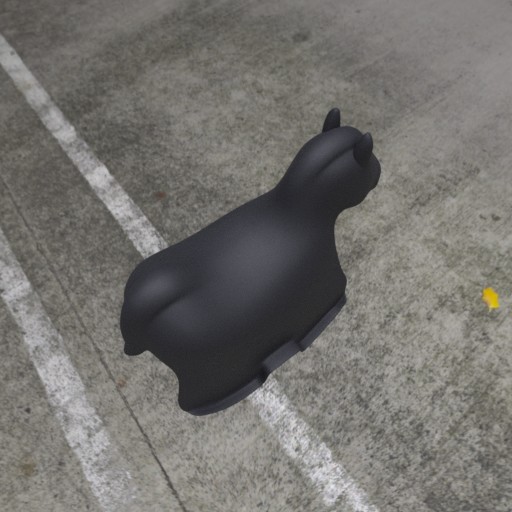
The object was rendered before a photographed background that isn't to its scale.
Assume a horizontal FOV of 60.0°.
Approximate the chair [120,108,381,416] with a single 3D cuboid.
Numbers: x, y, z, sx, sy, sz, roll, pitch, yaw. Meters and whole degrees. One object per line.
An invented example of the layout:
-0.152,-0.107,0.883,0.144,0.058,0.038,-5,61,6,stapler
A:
0.000,0.000,1.154,0.800,0.612,0.429,-33,63,-19,chair
